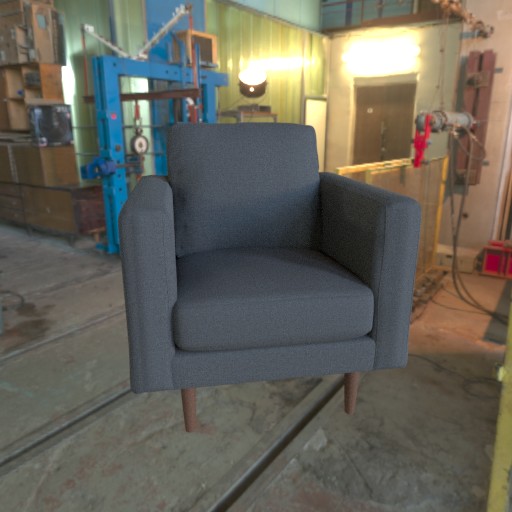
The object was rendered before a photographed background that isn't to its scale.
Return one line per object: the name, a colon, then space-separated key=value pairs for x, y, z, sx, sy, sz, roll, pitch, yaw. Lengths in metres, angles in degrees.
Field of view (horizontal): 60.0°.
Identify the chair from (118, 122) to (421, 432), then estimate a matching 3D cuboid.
chair: x=0.000 y=0.000 z=1.595 sx=0.854 sy=0.927 sz=0.800 roll=-3 pitch=17 yaw=-10
